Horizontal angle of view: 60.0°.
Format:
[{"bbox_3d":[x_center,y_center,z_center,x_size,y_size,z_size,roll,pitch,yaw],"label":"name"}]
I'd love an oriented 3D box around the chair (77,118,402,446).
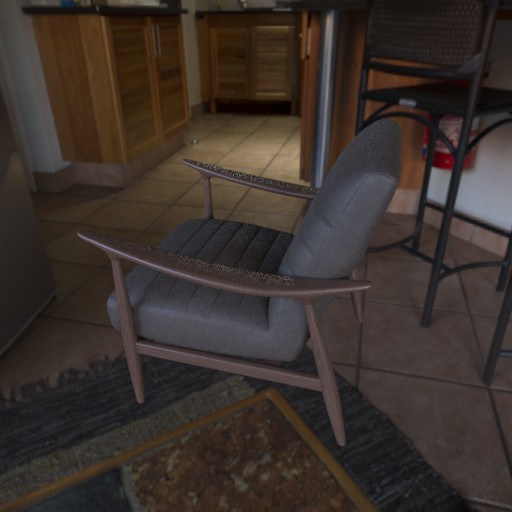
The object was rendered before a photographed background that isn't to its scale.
[{"bbox_3d":[0.000,0.000,1.451,0.798,0.831,0.741,8,31,14],"label":"chair"}]
